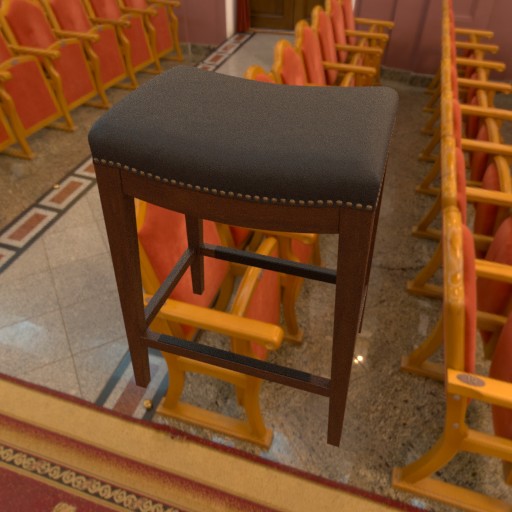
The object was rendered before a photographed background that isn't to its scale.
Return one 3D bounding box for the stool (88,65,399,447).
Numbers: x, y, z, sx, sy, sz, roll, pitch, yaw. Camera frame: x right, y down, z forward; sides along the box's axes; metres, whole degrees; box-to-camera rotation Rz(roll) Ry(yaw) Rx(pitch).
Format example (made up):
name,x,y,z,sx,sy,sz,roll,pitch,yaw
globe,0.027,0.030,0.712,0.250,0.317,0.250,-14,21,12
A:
name,x,y,z,sx,sy,sz,roll,pitch,yaw
stool,0.000,0.000,0.923,0.490,0.664,0.353,12,41,14
